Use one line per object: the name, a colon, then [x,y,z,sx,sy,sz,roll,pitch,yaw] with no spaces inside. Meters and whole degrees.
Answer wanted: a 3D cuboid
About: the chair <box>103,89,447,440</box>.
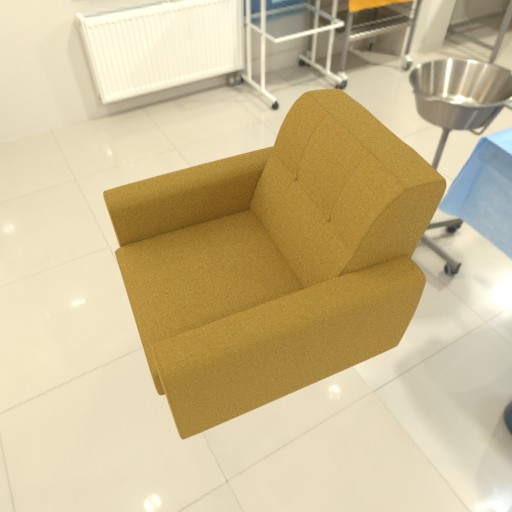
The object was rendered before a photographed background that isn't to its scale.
chair: [0.000,0.000,1.557,0.909,0.841,0.831,-18,50,-16]
